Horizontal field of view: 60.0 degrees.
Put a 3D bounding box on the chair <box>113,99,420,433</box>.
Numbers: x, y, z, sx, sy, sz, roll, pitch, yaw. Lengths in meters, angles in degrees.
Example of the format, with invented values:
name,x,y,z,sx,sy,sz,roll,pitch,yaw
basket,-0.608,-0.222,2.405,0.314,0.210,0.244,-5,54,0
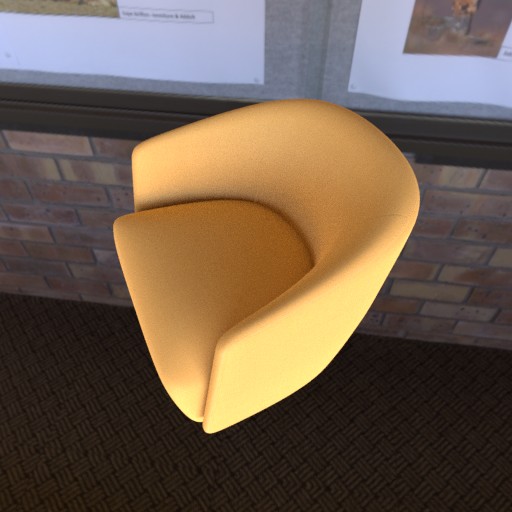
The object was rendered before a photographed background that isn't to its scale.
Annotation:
name,x,y,z,sx,sy,sz,roll,pitch,yaw
chair,0.000,0.000,1.348,0.767,0.698,0.773,-19,51,-16
